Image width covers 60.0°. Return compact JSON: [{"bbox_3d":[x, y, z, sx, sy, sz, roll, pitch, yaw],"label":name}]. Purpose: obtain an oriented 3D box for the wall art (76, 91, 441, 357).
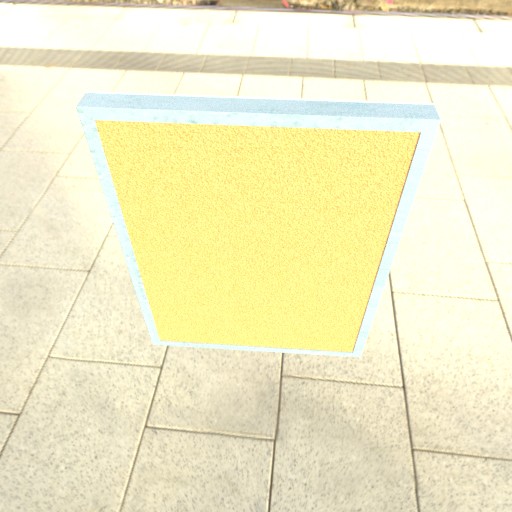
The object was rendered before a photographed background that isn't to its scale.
[{"bbox_3d":[0.000,0.000,0.693,0.409,0.509,0.037,3,47,3],"label":"wall art"}]
